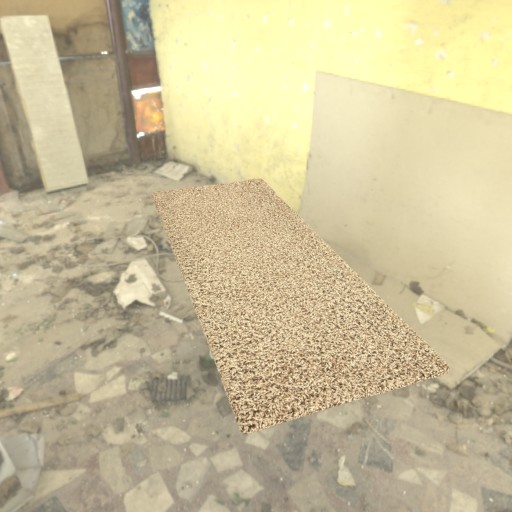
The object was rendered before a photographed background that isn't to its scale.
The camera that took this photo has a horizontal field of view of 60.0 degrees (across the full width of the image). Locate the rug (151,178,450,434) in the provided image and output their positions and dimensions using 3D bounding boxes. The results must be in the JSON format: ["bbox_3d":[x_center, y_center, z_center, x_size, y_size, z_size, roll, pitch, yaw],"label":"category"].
[{"bbox_3d":[0.000,0.000,1.754,0.609,0.030,1.524,-10,32,-17],"label":"rug"}]
